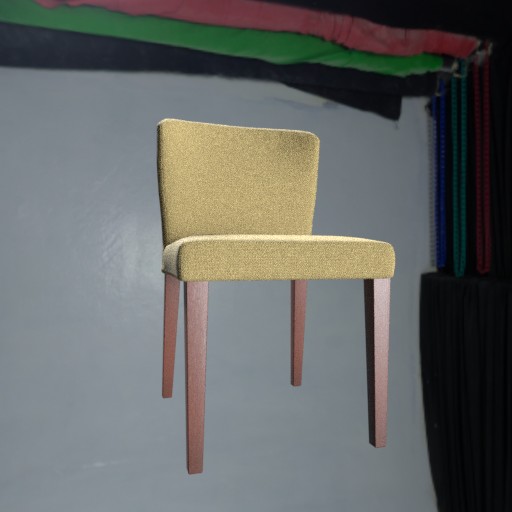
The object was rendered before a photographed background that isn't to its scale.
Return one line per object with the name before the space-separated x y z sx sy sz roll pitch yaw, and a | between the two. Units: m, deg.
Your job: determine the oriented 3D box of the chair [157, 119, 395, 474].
chair | 0.000 0.000 1.167 0.491 0.839 0.589 0 0 -17
